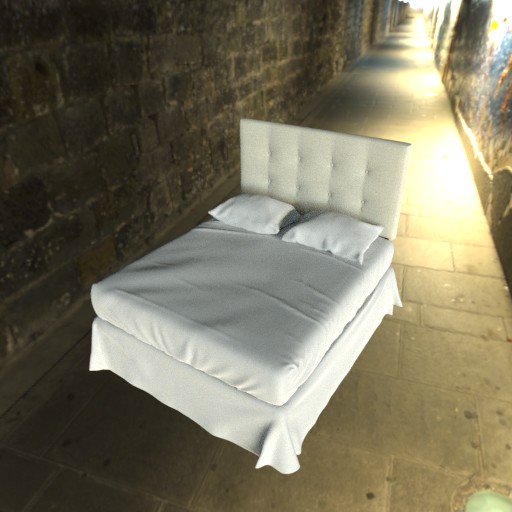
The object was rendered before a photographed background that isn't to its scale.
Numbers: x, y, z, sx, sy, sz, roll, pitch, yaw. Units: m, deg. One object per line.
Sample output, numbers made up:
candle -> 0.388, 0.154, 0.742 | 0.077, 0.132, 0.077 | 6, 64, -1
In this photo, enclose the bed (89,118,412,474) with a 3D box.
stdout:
bed -> 0.000, 0.000, 3.515 | 1.936, 1.577, 2.222 | 18, 34, 28
